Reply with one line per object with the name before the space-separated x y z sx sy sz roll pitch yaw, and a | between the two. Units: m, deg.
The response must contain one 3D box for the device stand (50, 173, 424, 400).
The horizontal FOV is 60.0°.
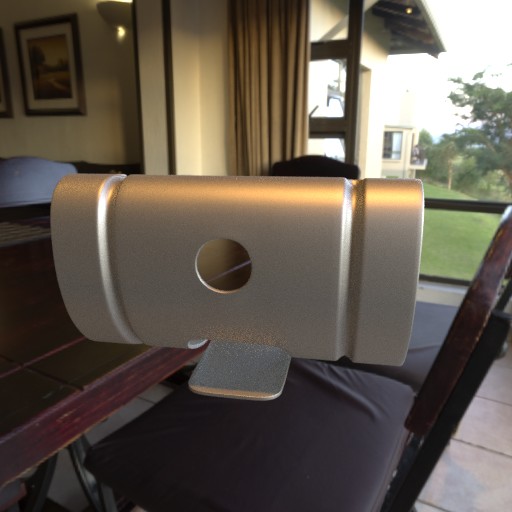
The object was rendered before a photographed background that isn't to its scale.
device stand | 0.000 0.000 0.397 0.256 0.155 0.236 3 15 10
